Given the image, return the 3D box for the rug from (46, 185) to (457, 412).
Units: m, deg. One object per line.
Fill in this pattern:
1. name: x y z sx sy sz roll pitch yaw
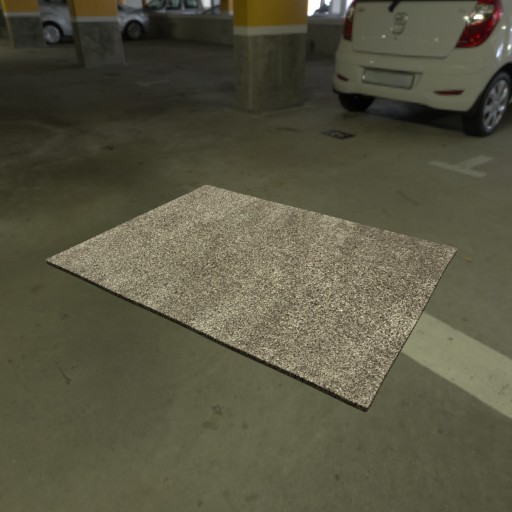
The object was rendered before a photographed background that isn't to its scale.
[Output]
1. rug: 0.000 0.000 2.148 1.601 0.025 1.198 18 34 29
